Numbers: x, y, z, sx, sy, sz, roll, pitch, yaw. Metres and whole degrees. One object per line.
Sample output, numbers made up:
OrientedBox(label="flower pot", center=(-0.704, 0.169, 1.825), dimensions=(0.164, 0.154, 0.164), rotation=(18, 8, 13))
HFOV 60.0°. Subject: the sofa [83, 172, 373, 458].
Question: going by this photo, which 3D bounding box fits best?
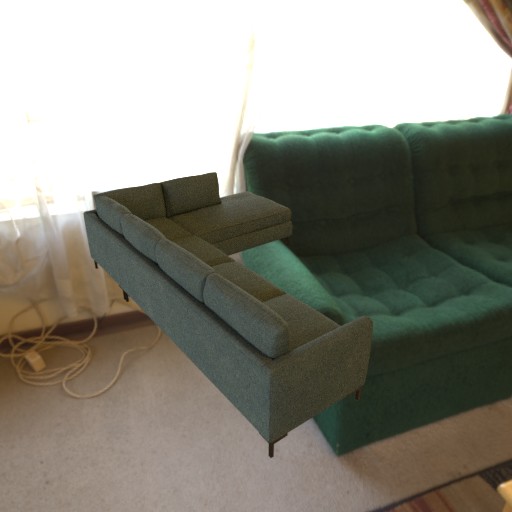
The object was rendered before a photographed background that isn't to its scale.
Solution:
OrientedBox(label="sofa", center=(0.000, 0.000, 3.849), dimensions=(2.007, 0.815, 2.949), rotation=(-18, 31, -33))
